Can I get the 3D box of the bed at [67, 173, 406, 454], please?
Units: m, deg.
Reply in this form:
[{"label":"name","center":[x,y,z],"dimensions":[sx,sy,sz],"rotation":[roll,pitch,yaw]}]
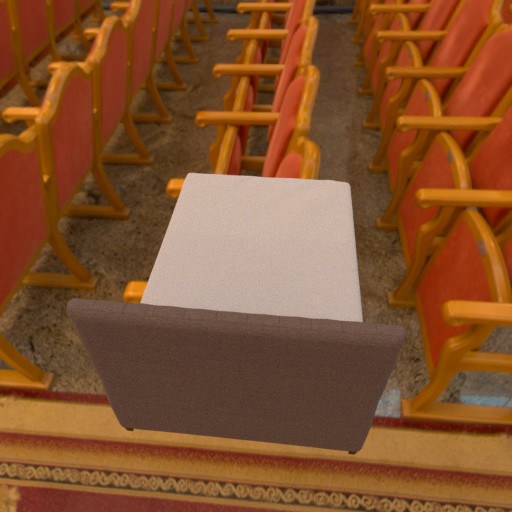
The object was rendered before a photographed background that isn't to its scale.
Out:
[{"label":"bed","center":[0.000,0.000,3.461],"dimensions":[1.698,1.427,2.387],"rotation":[4,46,4]}]
